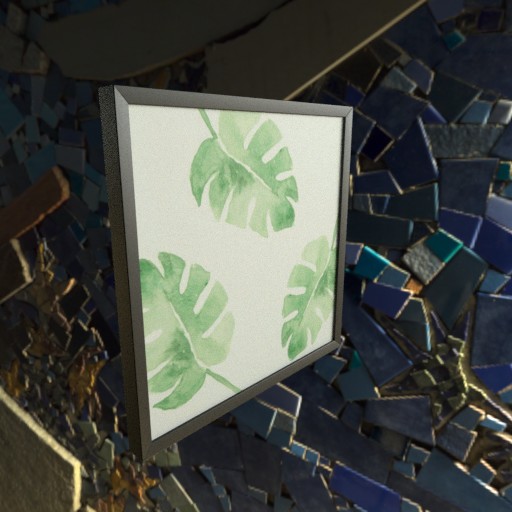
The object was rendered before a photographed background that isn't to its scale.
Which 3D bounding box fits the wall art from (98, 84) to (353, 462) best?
[{"bbox_3d":[0.000,0.000,0.758,0.036,0.508,0.508,14,20,42],"label":"wall art"}]
